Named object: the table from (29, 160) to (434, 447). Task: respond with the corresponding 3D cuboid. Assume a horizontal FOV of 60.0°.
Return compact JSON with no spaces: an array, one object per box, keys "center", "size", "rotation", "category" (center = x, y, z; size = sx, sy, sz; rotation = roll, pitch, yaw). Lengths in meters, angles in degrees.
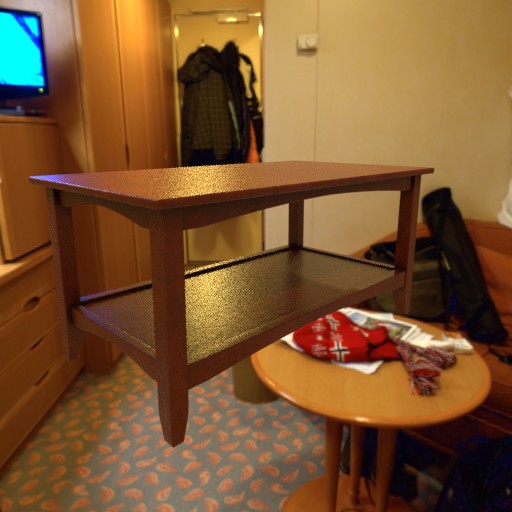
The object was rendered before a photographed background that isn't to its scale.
[{"center":[0.000,0.000,1.214],"size":[0.943,0.456,0.533],"rotation":[-15,21,-43],"category":"table"}]
